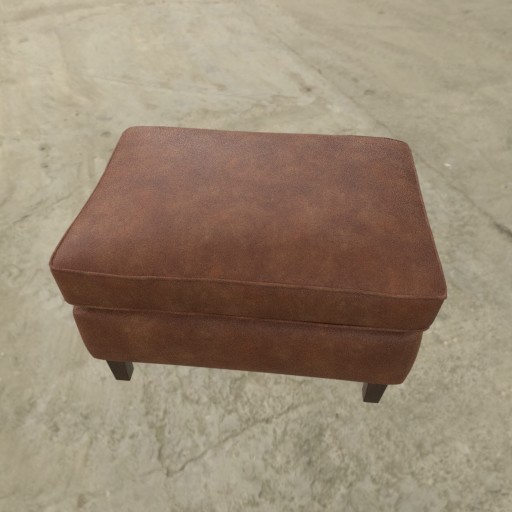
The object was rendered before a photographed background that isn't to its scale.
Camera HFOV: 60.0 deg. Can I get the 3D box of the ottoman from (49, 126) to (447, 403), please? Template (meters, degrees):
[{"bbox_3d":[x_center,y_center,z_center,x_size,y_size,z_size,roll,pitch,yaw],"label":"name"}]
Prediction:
[{"bbox_3d":[0.000,0.000,0.983,0.665,0.418,0.501,4,46,4],"label":"ottoman"}]
